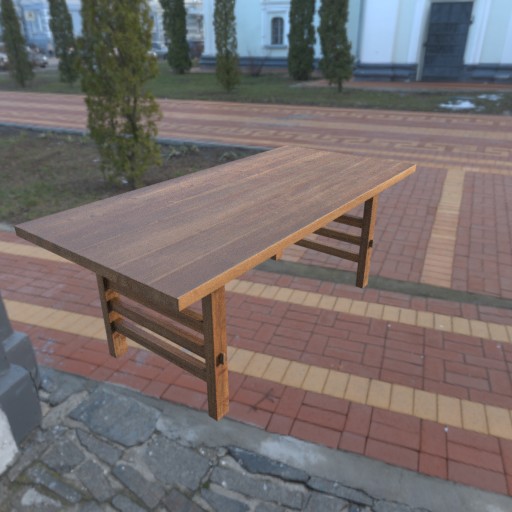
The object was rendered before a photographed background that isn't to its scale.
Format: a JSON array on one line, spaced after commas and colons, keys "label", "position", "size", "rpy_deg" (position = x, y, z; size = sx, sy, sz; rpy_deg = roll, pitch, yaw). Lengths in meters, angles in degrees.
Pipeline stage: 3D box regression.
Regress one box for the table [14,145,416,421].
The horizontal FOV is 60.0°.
[{"label": "table", "position": [0.000, 0.000, 2.424], "size": [0.952, 0.760, 2.003], "rpy_deg": [18, 31, 33]}]
